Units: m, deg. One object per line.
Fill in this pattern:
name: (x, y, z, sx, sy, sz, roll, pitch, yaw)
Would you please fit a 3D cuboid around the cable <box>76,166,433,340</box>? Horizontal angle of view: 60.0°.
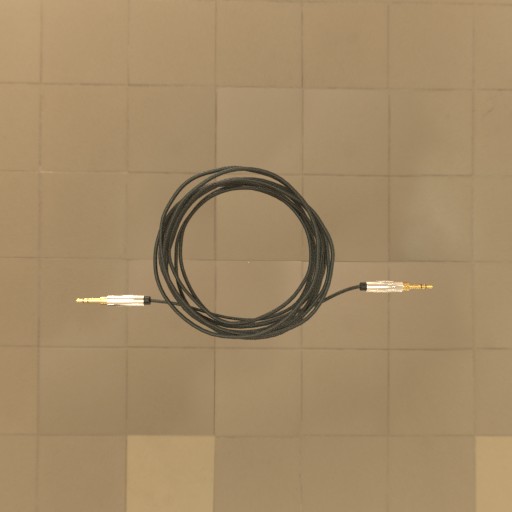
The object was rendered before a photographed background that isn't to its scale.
cable: (0.000, 0.000, 0.511, 0.432, 0.069, 0.198, 0, 89, -1)
